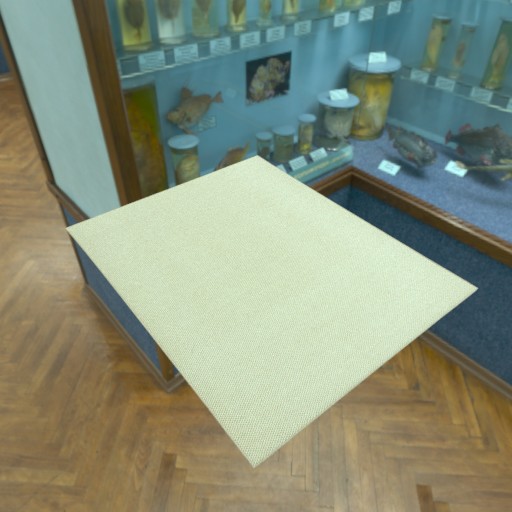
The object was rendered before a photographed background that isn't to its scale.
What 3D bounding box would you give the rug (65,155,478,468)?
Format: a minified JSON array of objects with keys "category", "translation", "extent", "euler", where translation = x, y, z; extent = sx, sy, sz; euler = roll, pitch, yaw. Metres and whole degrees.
[{"category":"rug","translation":[0.000,0.000,4.110],"extent":[2.462,0.018,3.039],"euler":[-27,48,-28]}]
